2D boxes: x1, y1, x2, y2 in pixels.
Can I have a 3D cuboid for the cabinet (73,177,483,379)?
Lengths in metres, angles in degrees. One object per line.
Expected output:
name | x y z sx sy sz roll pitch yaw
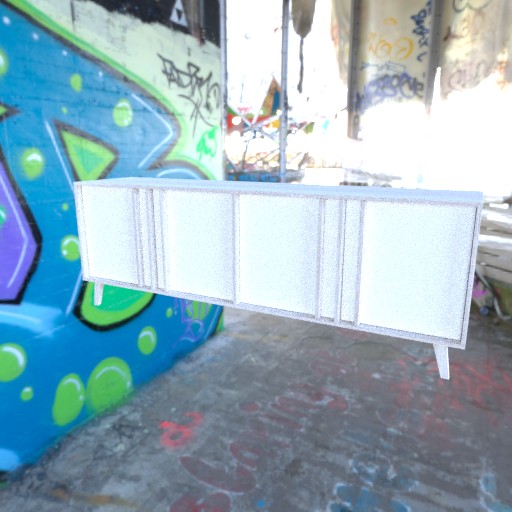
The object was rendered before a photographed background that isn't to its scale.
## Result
cabinet | 0.000 0.000 2.491 2.200 0.780 0.500 7 16 26
